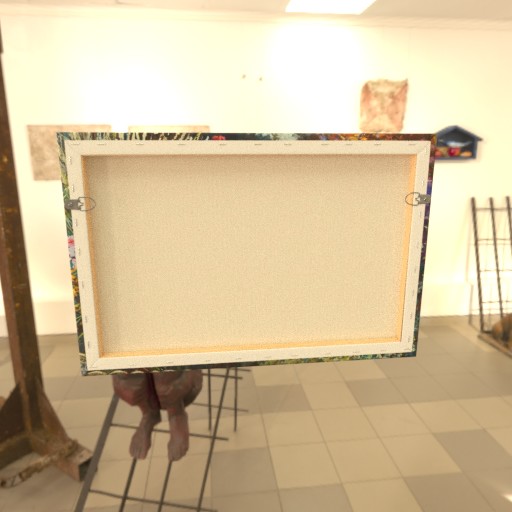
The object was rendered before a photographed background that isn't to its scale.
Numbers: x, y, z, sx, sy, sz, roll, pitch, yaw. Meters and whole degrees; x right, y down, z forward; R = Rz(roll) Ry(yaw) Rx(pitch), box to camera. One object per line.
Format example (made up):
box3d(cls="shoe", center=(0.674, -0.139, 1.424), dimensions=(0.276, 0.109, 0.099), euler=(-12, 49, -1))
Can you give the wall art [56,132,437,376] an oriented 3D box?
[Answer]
box3d(cls="wall art", center=(0.000, 0.000, 1.420), dimensions=(1.136, 0.760, 0.042), euler=(-2, 14, -7))
